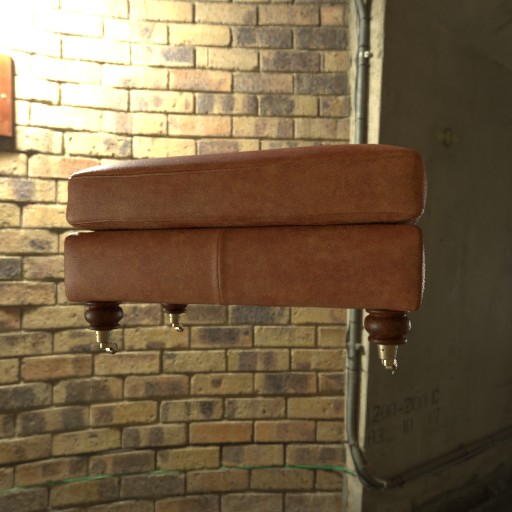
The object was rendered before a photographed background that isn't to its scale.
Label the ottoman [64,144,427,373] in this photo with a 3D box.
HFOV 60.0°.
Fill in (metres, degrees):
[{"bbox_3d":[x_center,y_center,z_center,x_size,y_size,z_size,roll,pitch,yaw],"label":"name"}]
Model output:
[{"bbox_3d":[0.000,0.000,1.210,0.852,0.507,0.565,0,-1,17],"label":"ottoman"}]
